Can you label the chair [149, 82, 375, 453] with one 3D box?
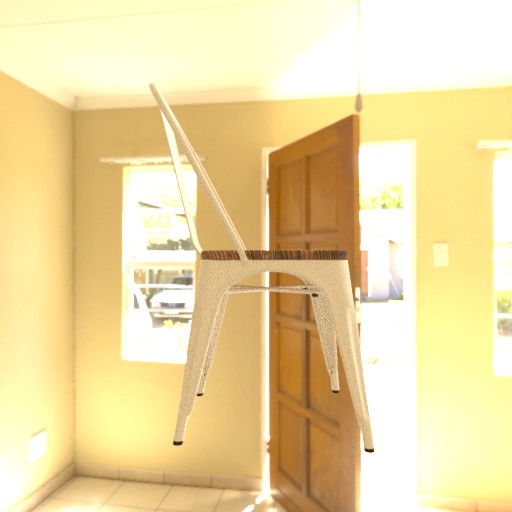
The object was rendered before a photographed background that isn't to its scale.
[{"bbox_3d":[0.000,0.000,1.183,0.521,0.851,0.452,0,0,1],"label":"chair"}]
